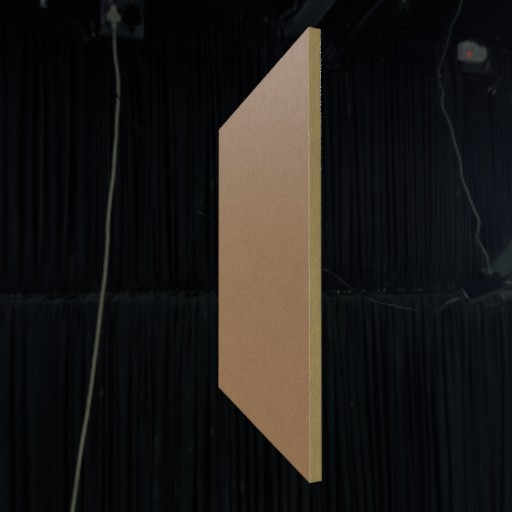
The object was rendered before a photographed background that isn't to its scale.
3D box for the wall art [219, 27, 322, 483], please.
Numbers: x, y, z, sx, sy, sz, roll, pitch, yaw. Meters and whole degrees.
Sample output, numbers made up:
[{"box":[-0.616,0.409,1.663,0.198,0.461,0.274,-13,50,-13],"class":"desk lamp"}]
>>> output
[{"box":[0.000,0.000,1.356,0.030,1.002,0.798,0,-1,-19],"class":"wall art"}]
